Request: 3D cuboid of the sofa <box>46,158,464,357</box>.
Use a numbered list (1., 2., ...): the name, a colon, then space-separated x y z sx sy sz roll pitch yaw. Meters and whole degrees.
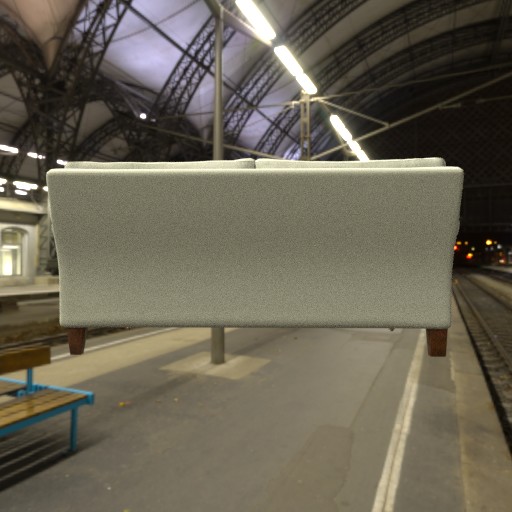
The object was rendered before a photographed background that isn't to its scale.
1. sofa: 0.000 0.000 2.760 2.193 1.096 1.069 0 0 1
